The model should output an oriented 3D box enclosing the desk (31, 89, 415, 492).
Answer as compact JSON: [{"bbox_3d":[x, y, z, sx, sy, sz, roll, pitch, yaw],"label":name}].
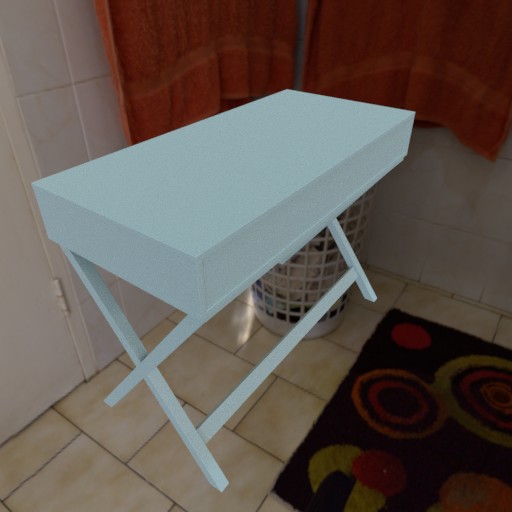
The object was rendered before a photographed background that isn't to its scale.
[{"bbox_3d":[0.000,0.000,1.453,0.525,0.780,1.057,22,40,29],"label":"desk"}]
